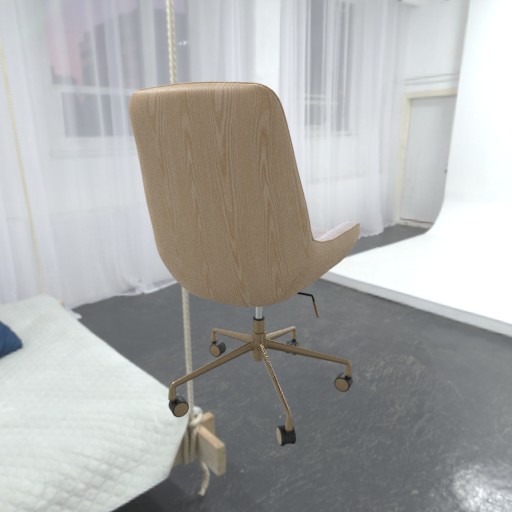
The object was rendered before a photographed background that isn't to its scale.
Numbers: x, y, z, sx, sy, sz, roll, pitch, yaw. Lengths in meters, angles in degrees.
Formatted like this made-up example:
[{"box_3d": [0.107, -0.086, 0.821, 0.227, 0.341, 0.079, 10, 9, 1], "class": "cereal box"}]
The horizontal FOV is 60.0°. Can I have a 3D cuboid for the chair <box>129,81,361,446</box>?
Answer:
[{"box_3d": [0.000, 0.000, 1.373, 0.564, 0.952, 0.668, 8, 17, 27], "class": "chair"}]
